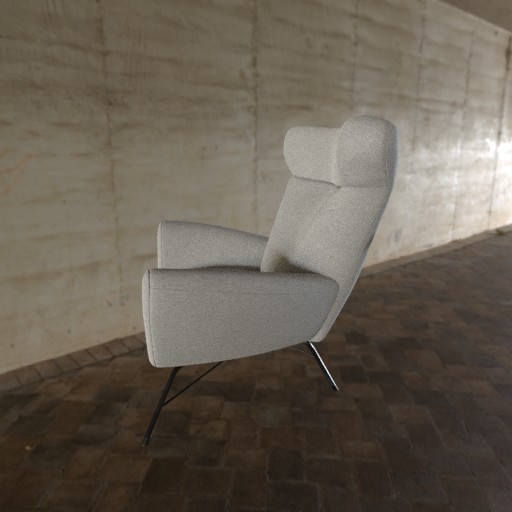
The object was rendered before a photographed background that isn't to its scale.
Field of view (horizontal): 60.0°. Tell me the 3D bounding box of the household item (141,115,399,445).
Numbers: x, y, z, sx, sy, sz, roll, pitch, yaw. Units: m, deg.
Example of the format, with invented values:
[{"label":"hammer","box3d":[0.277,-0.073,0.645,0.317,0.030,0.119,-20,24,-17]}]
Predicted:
[{"label":"household item","box3d":[0.000,0.000,1.802,0.900,1.050,0.980,-2,14,-9]}]
